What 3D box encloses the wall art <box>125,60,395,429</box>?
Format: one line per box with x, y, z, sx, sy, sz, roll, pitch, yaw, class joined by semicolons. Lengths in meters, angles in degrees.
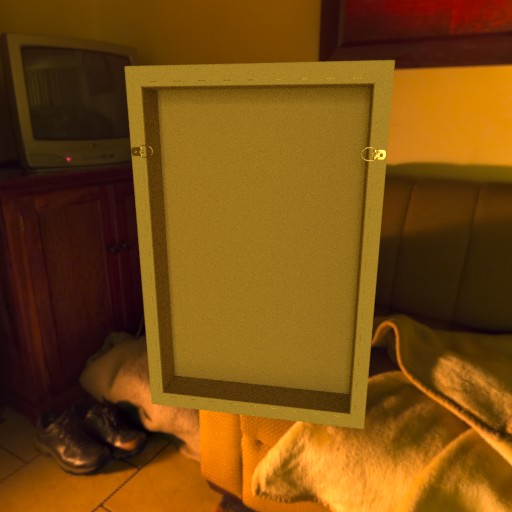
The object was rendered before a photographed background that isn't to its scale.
0.000;0.000;0.480;0.252;0.381;0.039;3;17;10;wall art
